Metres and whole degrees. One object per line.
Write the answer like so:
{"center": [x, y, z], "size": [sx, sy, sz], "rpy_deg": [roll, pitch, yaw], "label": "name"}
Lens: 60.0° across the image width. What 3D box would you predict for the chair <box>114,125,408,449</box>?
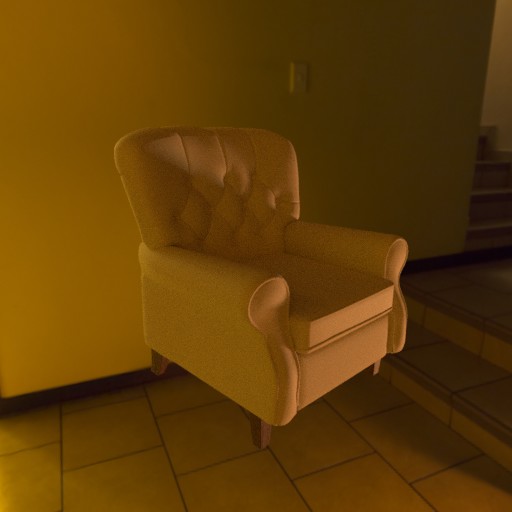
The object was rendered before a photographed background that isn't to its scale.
{"center": [0.000, 0.000, 2.058], "size": [1.035, 1.169, 1.132], "rpy_deg": [-14, 21, -42], "label": "chair"}
